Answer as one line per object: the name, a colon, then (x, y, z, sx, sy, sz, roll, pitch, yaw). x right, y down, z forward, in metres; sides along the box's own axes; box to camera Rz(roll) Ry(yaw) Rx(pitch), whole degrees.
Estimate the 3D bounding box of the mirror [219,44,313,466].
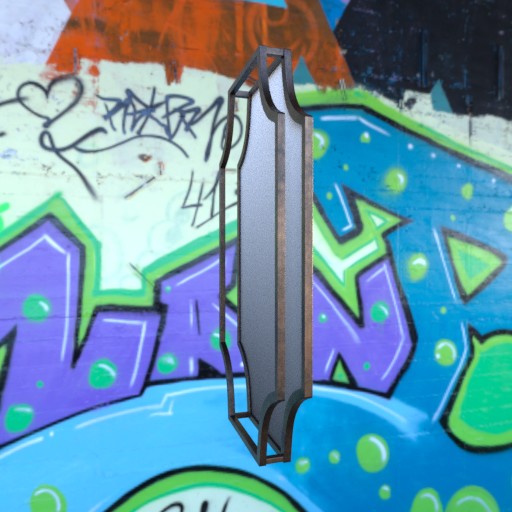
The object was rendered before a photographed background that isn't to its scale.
mirror: (0.000, 0.000, 0.983, 0.066, 0.811, 0.462, 0, 1, -17)
